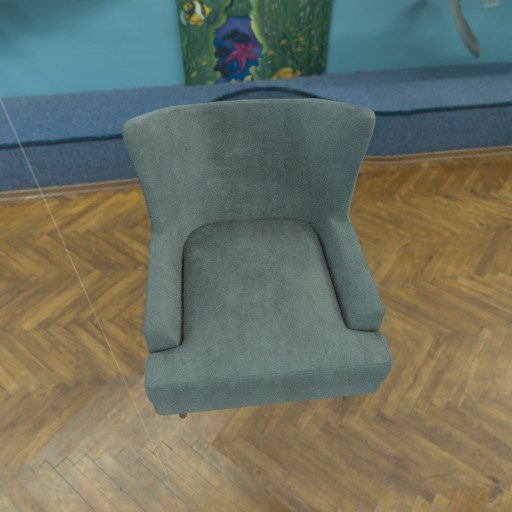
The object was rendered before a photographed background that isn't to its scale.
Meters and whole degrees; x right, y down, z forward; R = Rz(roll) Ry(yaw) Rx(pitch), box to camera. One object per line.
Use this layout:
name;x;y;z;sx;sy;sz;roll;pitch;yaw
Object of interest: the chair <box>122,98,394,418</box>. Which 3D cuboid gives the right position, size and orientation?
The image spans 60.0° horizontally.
chair;0.000;0.000;1.605;0.784;0.950;0.906;-5;47;-4
